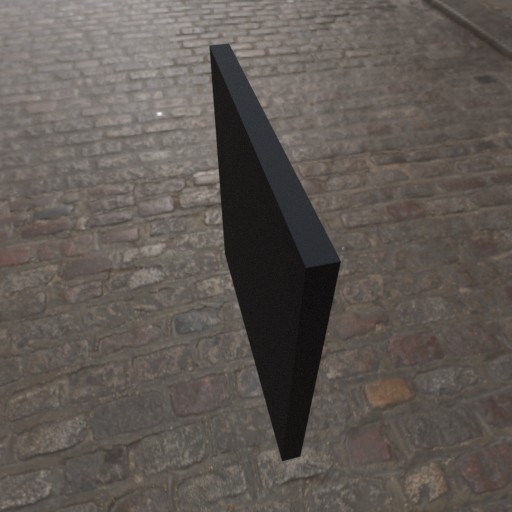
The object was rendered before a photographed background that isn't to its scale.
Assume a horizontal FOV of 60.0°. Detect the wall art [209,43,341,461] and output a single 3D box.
[{"bbox_3d":[0.000,0.000,0.685,0.030,0.458,0.462,-10,48,-9],"label":"wall art"}]
